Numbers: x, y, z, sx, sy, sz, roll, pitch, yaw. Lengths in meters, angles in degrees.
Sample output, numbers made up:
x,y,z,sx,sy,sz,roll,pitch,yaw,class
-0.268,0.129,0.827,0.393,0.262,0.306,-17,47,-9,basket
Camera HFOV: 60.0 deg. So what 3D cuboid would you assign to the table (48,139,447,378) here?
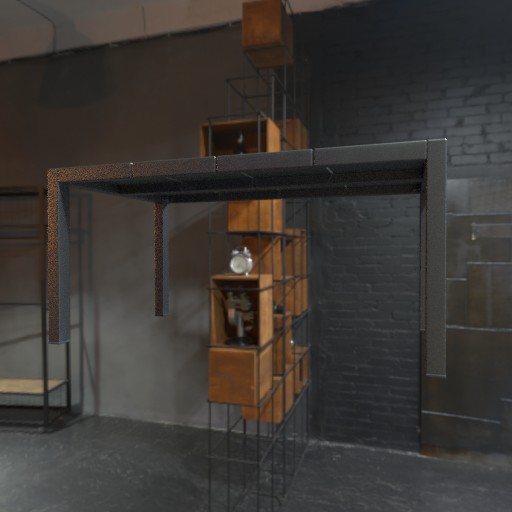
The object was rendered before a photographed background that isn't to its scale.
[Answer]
x,y,z,sx,sy,sz,roll,pitch,yaw,class
0.000,0.000,1.269,0.965,0.460,0.559,0,1,19,table
